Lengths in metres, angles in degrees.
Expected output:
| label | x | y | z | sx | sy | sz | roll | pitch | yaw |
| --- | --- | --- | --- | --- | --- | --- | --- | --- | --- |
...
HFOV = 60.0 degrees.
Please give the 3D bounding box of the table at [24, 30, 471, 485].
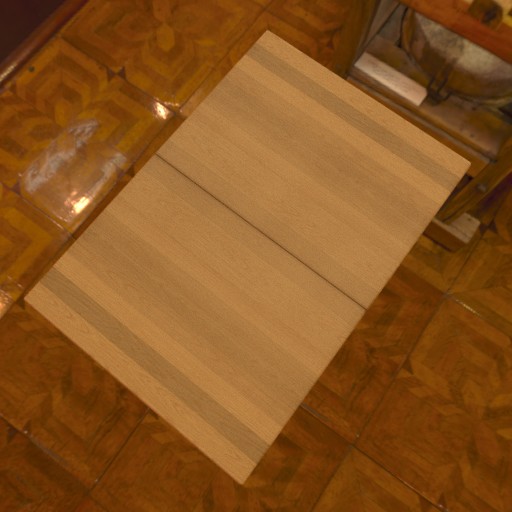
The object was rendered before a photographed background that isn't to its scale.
| label | x | y | z | sx | sy | sz | roll | pitch | yaw |
| --- | --- | --- | --- | --- | --- | --- | --- | --- | --- |
| table | 0.000 | 0.000 | 1.854 | 0.900 | 0.770 | 1.300 | 37 | 79 | 8 |
